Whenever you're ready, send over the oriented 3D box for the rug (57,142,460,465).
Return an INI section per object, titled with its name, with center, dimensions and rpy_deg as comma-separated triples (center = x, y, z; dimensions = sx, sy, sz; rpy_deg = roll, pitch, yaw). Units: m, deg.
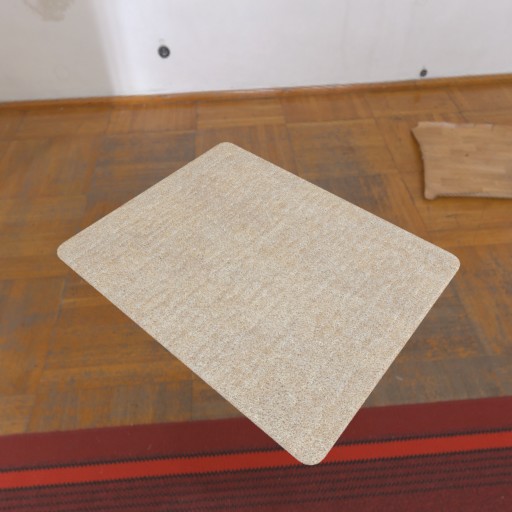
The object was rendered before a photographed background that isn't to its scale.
[rug]
center = 0.000, 0.000, 3.471
dimensions = 2.528, 0.048, 2.009
rpy_deg = 32, 56, 26
